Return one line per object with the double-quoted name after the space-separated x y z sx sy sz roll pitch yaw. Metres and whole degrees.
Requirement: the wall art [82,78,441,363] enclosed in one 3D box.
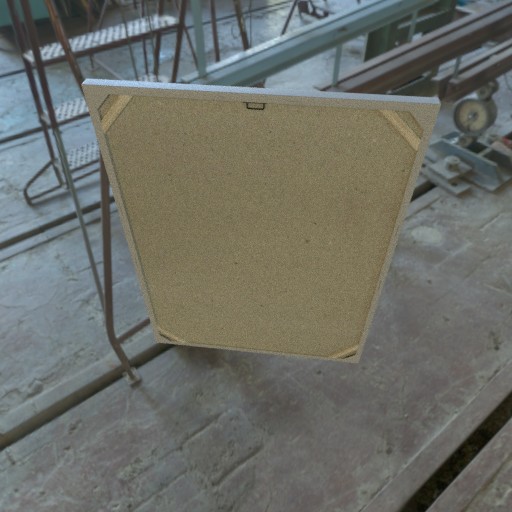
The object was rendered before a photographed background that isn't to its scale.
0.000 0.000 1.566 0.914 1.212 0.038 5 46 5 "wall art"
